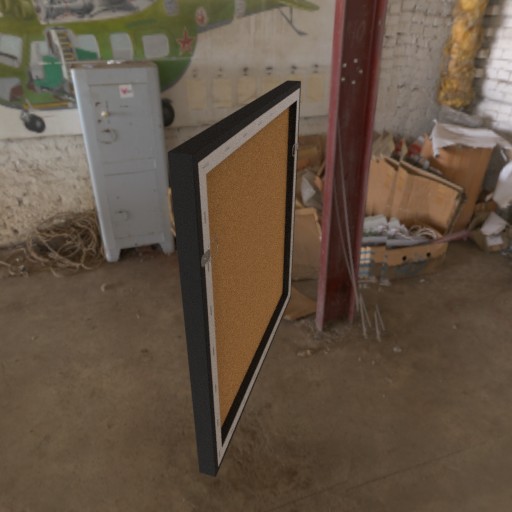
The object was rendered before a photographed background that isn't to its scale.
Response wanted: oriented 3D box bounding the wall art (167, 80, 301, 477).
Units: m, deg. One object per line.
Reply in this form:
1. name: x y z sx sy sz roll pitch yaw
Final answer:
1. wall art: 0.000 0.000 1.157 0.044 0.758 0.758 9 31 15
